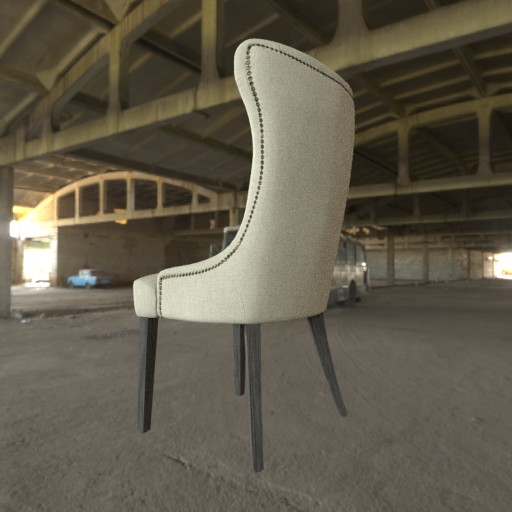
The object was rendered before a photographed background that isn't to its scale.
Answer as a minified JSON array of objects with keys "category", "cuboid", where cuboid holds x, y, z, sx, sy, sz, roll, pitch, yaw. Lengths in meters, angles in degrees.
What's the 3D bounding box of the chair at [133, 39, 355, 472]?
[{"category":"chair","cuboid":[0.000,0.000,1.402,0.590,1.065,0.584,-1,-2,36]}]
